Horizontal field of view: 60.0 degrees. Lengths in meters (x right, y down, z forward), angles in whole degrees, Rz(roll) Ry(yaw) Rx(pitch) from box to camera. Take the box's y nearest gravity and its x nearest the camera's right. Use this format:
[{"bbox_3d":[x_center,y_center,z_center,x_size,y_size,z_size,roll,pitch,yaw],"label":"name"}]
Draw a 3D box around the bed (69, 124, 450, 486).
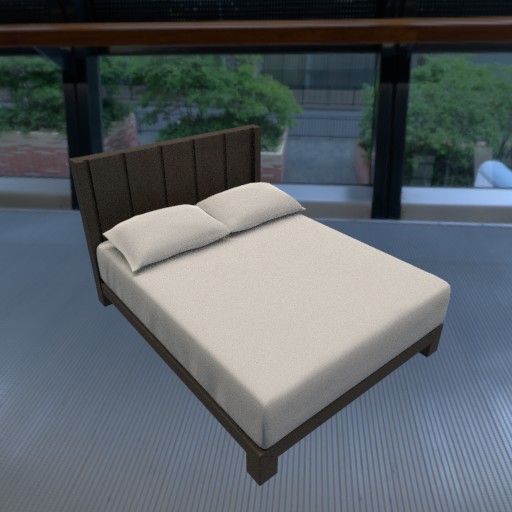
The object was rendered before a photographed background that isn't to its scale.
[{"bbox_3d":[0.000,0.000,3.287,1.727,1.270,2.242,-22,36,-33],"label":"bed"}]
